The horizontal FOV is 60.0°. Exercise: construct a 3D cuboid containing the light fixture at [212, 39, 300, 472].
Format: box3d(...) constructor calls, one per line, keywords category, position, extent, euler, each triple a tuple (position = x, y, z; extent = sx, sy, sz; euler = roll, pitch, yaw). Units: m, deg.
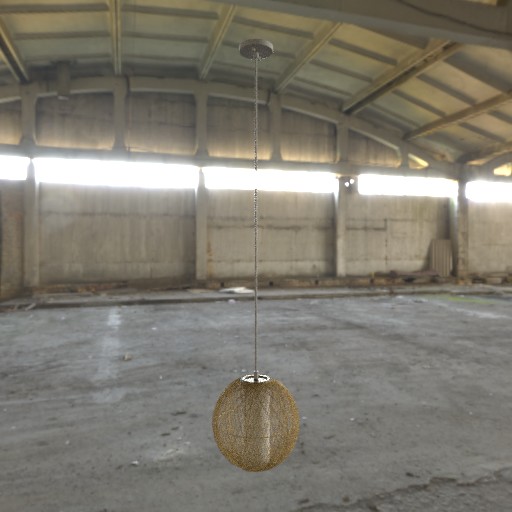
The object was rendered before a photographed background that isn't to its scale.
box3d(category="light fixture", position=(0.000, 0.000, 2.077), extent=(0.406, 1.955, 0.407), euler=(0, 0, -17))
